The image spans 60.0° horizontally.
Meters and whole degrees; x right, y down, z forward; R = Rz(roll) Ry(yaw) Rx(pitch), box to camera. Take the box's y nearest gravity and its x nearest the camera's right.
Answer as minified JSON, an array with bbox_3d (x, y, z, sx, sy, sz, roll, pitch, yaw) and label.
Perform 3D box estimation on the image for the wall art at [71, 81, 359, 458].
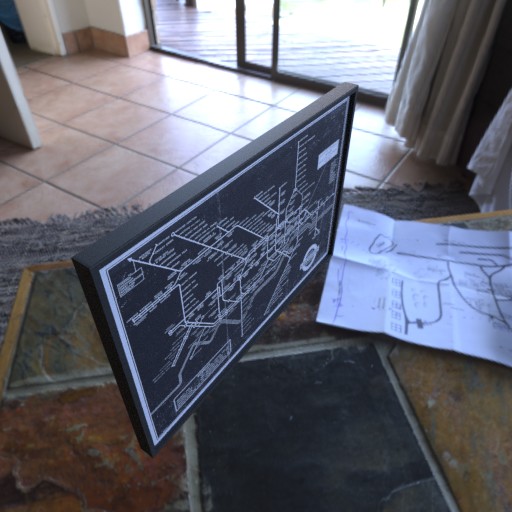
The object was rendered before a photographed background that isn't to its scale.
[{"bbox_3d":[0.000,0.000,0.558,0.021,0.301,0.443,25,47,26],"label":"wall art"}]
